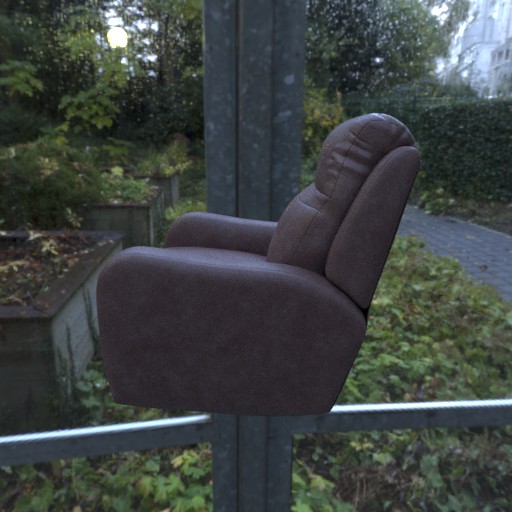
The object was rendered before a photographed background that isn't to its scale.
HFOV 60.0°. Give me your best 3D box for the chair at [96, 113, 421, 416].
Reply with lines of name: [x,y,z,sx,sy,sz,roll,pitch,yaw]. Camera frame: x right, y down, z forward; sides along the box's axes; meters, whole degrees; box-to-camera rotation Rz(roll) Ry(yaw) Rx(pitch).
chair: [0.000,0.000,1.779,1.067,1.067,0.865,2,16,8]
